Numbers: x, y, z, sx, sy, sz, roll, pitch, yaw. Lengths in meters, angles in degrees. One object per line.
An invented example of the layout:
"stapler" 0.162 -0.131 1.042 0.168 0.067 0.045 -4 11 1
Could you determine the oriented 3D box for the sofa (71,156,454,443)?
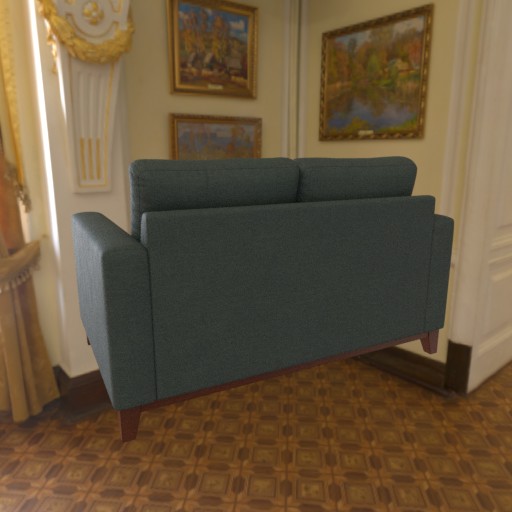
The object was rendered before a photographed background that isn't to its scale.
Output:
"sofa" 0.000 0.000 2.053 1.489 0.903 0.955 -7 15 -27
